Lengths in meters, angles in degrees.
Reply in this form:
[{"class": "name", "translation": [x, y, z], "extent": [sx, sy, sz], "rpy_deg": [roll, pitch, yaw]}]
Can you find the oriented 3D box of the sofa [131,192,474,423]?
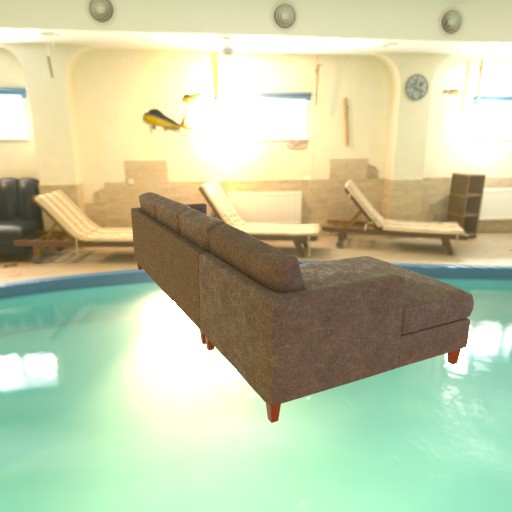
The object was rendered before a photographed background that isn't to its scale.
[{"class": "sofa", "translation": [0.000, 0.000, 4.147], "extent": [1.606, 0.954, 3.471], "rpy_deg": [-8, 17, -26]}]
